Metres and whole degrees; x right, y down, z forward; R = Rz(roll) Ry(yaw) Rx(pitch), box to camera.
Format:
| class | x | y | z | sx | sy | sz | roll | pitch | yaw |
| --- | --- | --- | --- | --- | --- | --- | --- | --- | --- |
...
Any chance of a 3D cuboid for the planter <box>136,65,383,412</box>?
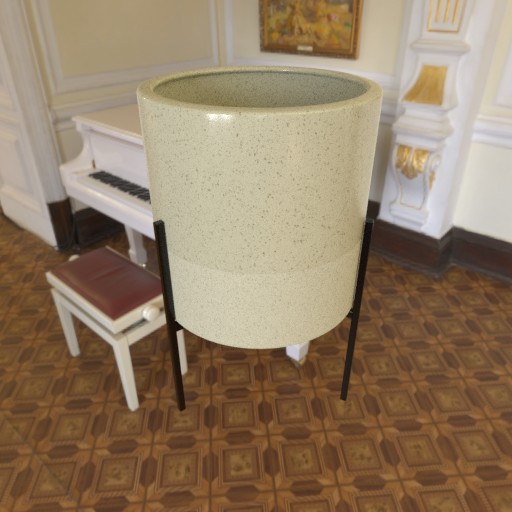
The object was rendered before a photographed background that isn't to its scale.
| class | x | y | z | sx | sy | sz | roll | pitch | yaw |
| --- | --- | --- | --- | --- | --- | --- | --- | --- | --- |
| planter | 0.000 | 0.000 | 0.529 | 0.243 | 0.390 | 0.234 | -21 | 37 | -31 |
